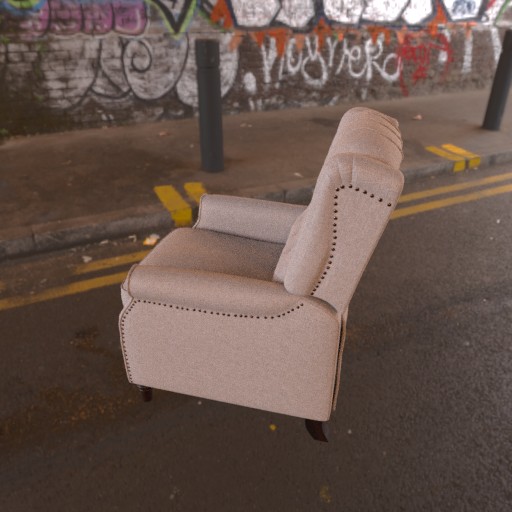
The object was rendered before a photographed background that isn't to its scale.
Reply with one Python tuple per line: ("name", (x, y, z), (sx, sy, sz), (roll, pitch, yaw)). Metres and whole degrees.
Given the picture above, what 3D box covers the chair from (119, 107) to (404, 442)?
("chair", (0.000, 0.000, 1.634), (0.902, 1.035, 0.742), (7, 30, 13))
